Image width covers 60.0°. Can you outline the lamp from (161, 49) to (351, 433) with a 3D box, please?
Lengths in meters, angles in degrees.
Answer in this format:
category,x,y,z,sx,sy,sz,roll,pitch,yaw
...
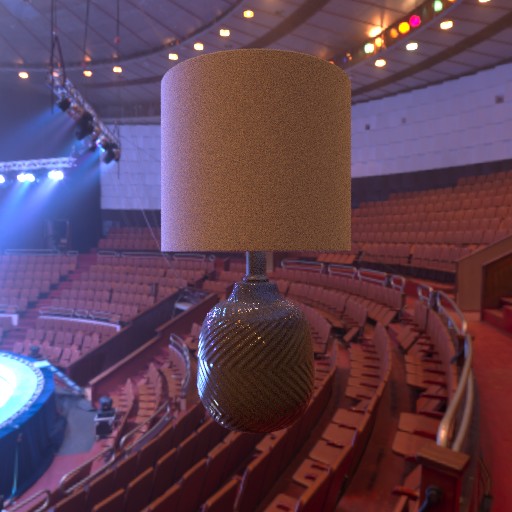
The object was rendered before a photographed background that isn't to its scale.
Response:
category,x,y,z,sx,sy,sz,roll,pitch,yaw
lamp,0.000,0.000,0.494,0.207,0.366,0.207,0,1,37
